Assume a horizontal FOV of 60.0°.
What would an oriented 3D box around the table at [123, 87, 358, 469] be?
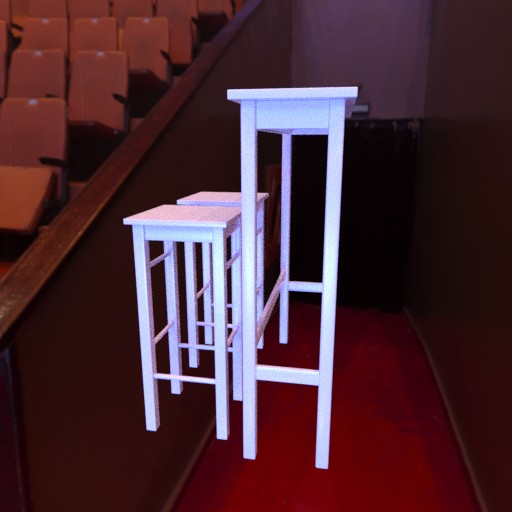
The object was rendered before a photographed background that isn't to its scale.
[{"bbox_3d":[0.000,0.000,1.646,0.650,1.065,0.915,3,15,10],"label":"table"}]
